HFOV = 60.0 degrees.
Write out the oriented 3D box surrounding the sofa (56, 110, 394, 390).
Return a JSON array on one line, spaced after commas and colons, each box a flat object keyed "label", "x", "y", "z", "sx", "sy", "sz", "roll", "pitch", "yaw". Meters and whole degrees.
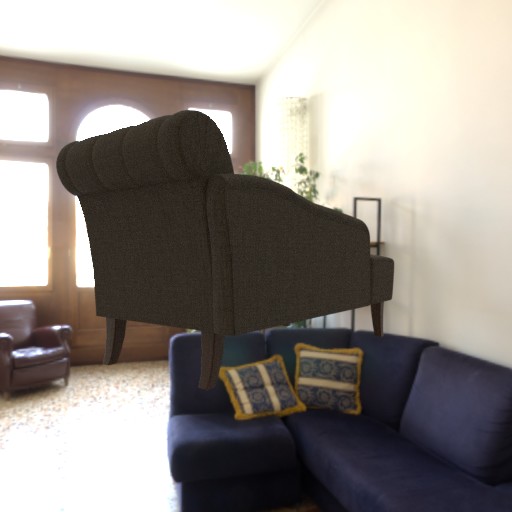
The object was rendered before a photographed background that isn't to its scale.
[{"label": "sofa", "x": 0.000, "y": 0.000, "z": 1.815, "sx": 0.675, "sy": 0.787, "sz": 1.379, "roll": 0, "pitch": 0, "yaw": 37}]
